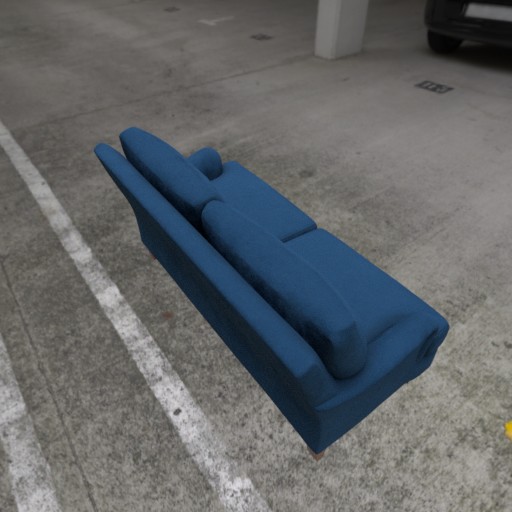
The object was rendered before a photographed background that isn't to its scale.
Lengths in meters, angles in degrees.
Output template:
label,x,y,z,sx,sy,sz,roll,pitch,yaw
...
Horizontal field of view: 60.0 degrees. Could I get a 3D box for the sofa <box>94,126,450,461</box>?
label,x,y,z,sx,sy,sz,roll,pitch,yaw
sofa,0.000,0.000,2.721,1.084,1.101,2.141,-26,48,-26
